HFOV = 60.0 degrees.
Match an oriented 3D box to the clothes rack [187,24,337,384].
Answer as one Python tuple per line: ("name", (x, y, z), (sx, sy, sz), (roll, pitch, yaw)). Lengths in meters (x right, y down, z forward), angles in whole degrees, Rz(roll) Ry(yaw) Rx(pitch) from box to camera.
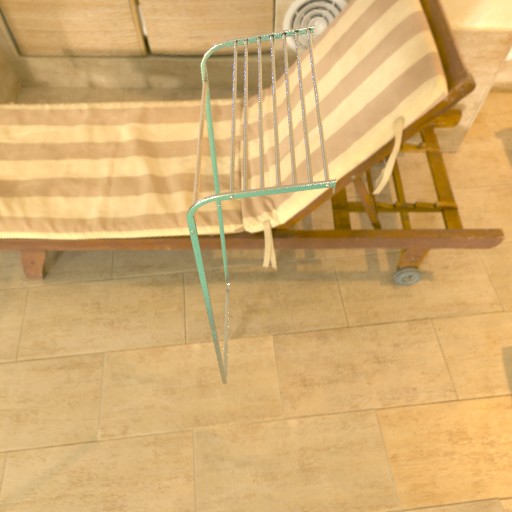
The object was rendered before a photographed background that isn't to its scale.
("clothes rack", (0.000, 0.000, 1.798), (0.349, 1.574, 0.609), (0, 58, 0))
